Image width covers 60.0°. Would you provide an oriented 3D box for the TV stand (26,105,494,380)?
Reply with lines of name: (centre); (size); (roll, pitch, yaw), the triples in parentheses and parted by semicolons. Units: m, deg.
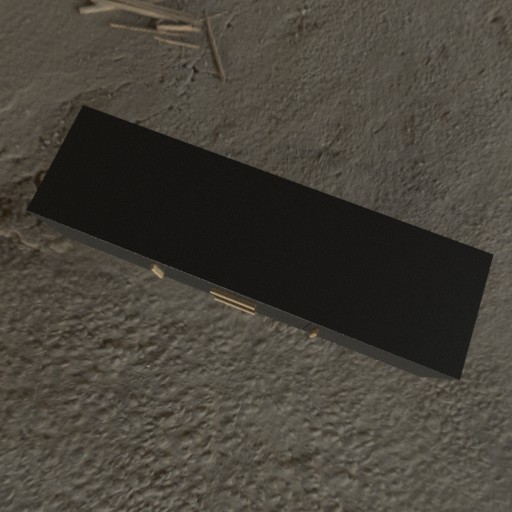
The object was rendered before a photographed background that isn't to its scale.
TV stand: (0.000, 0.000, 1.533); (1.312, 0.518, 0.390); (21, 77, 5)
